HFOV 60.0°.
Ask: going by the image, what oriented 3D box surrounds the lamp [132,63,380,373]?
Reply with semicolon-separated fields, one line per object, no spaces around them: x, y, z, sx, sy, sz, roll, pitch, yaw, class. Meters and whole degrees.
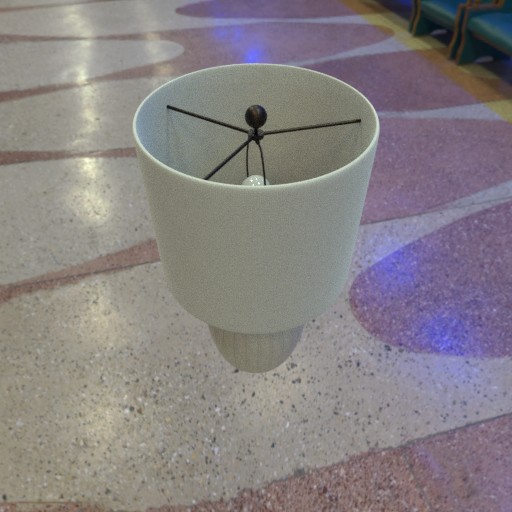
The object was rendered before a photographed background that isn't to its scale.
0.000;0.000;0.791;0.328;0.570;0.328;0;46;0;lamp
